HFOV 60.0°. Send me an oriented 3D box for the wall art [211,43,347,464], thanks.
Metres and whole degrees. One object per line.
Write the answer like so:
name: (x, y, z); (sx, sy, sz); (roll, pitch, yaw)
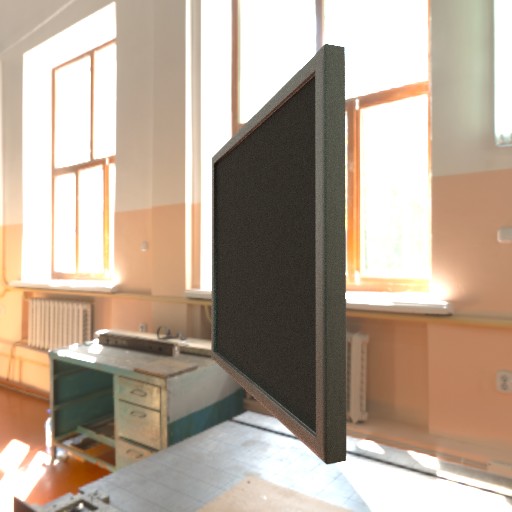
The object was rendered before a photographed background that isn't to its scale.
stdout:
wall art: (0.000, 0.000, 0.747); (0.028, 0.457, 0.556); (0, -1, -19)
